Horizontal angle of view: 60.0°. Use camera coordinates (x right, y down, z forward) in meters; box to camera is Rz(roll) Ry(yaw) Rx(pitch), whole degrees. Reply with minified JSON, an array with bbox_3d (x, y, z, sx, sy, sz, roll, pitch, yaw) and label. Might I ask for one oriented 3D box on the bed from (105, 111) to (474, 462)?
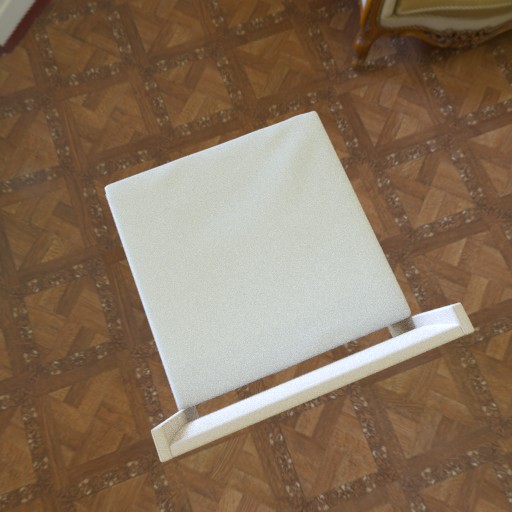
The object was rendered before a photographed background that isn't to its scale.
[{"bbox_3d":[0.000,0.000,3.709,2.145,1.471,2.293,-21,78,-5],"label":"bed"}]
